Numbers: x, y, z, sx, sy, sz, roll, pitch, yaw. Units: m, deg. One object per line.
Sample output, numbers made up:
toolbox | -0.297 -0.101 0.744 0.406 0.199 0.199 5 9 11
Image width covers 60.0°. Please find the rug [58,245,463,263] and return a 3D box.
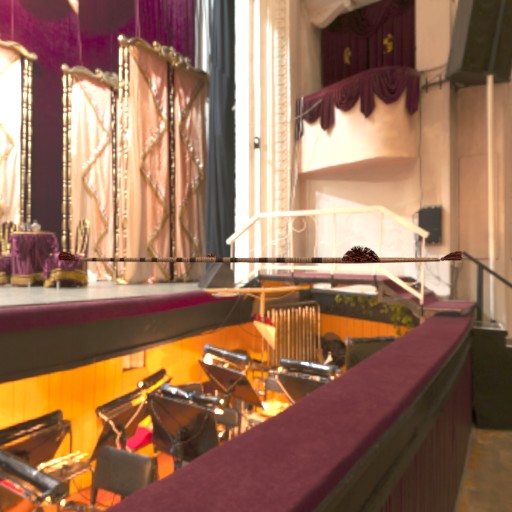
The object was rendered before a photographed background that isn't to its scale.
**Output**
rug | 0.000 0.000 2.686 2.069 0.067 1.444 0 0 36
